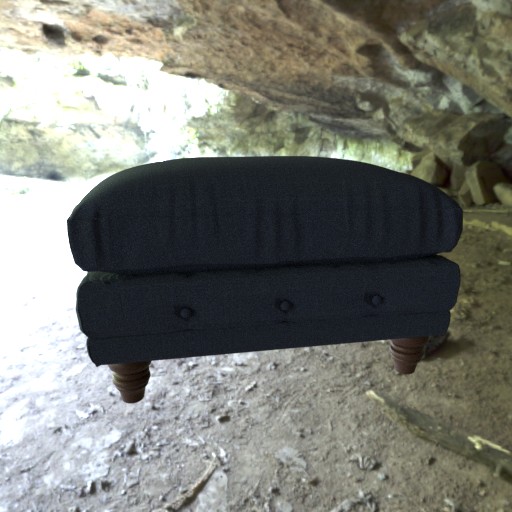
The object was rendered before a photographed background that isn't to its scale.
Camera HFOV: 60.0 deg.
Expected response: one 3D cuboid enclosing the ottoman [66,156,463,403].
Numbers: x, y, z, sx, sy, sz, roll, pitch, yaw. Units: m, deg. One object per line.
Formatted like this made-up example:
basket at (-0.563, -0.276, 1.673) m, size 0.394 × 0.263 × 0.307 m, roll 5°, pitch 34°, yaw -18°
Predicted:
ottoman at (0.000, 0.000, 1.106) m, size 0.767 × 0.486 × 0.558 m, roll -3°, pitch 15°, yaw -10°
